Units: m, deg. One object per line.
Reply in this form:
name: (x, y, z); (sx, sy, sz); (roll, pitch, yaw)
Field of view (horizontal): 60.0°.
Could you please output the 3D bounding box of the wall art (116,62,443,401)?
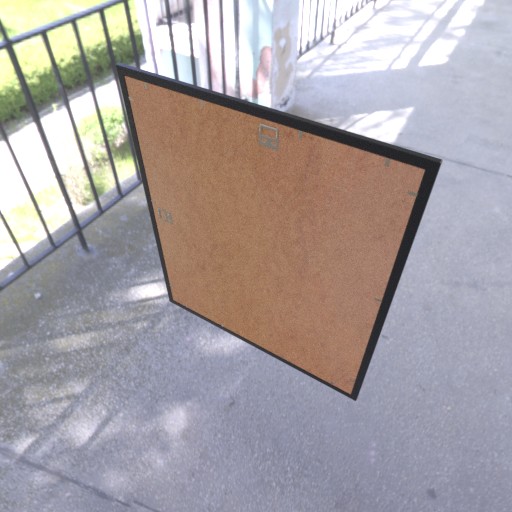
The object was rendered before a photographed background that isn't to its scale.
wall art: (0.000, 0.000, 0.904); (0.559, 0.660, 0.018); (24, 51, 21)
